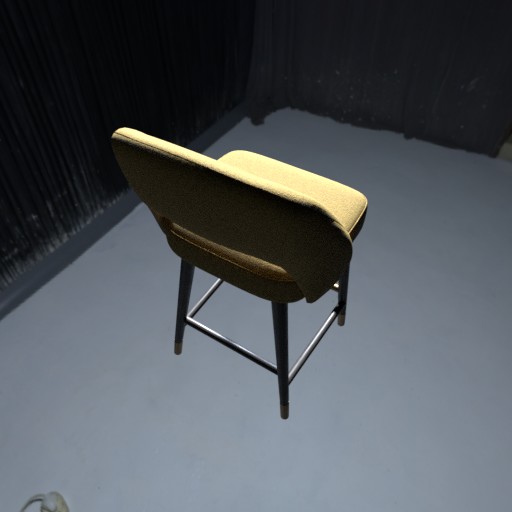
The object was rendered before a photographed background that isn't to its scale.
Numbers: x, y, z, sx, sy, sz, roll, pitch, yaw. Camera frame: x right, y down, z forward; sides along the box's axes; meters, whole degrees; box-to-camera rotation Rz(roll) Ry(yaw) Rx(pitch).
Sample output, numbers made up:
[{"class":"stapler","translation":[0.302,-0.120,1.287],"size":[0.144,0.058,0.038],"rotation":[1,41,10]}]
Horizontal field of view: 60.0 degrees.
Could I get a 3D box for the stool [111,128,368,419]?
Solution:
[{"class":"stool","translation":[0.000,0.000,1.258],"size":[0.536,0.939,0.522],"rotation":[25,51,22]}]
